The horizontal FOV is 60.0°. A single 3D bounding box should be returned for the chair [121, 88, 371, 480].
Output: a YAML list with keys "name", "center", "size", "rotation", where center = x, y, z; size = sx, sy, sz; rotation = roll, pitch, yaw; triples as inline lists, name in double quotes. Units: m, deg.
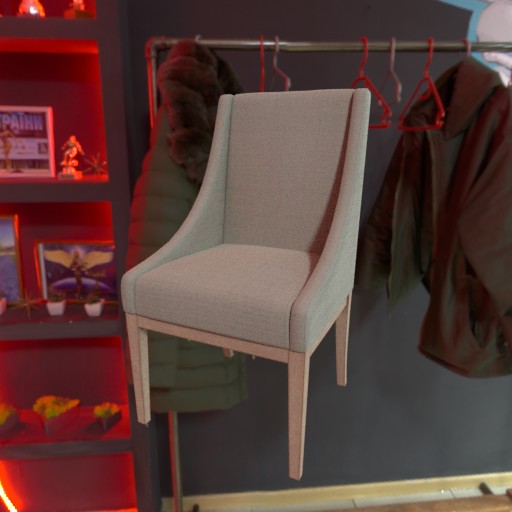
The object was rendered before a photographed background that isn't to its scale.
- name: "chair"
  center: [0.000, 0.000, 1.401]
  size: [0.575, 1.021, 0.611]
  rotation: [8, 17, 26]
